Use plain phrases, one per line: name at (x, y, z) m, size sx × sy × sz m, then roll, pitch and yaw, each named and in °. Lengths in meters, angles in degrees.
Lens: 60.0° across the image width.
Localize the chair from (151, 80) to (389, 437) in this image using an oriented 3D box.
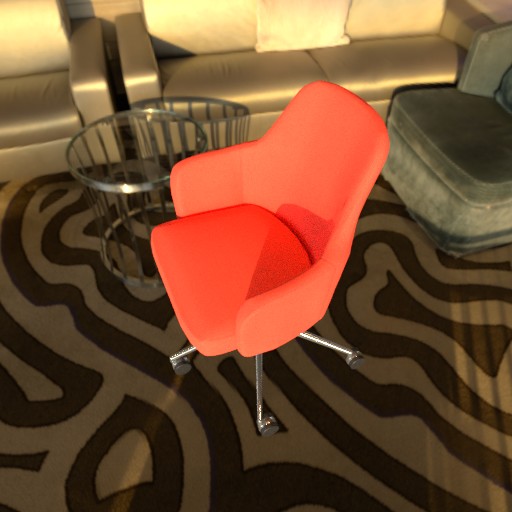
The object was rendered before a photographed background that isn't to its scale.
chair at (0.000, 0.000, 1.245) m, size 0.600 × 0.820 × 0.655 m, roll -17°, pitch 48°, yaw -16°
